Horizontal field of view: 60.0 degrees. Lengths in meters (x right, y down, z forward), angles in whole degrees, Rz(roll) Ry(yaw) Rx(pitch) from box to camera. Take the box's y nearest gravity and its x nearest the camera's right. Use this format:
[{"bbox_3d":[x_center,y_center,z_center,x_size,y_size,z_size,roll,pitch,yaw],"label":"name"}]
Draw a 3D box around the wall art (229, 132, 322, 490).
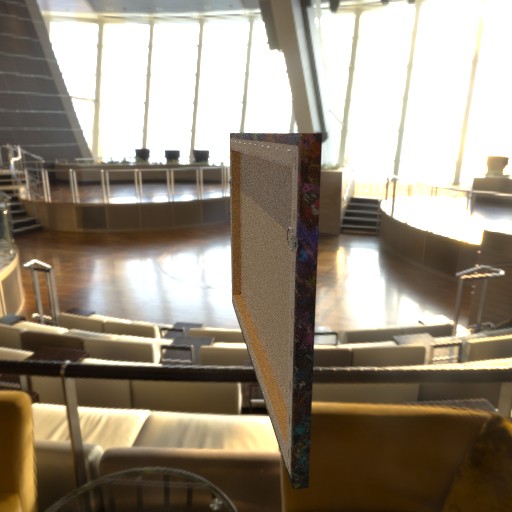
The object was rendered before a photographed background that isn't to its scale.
[{"bbox_3d":[0.000,0.000,1.418,0.042,0.760,1.136,-3,16,-9],"label":"wall art"}]
